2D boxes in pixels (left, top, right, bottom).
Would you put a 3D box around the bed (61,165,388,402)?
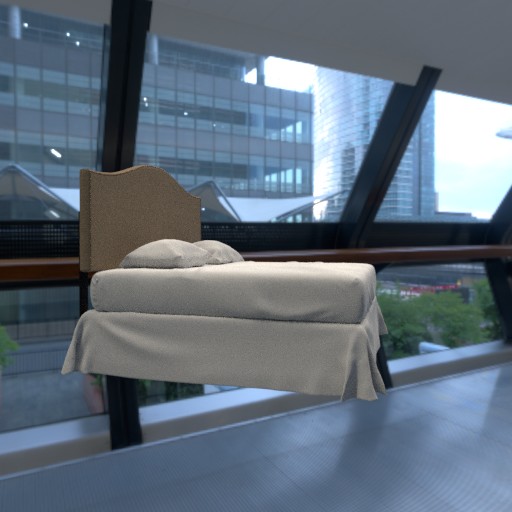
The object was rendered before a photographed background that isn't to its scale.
[{"bbox_3d":[0.000,0.000,3.880,2.222,1.651,2.311,0,1,17],"label":"bed"}]
